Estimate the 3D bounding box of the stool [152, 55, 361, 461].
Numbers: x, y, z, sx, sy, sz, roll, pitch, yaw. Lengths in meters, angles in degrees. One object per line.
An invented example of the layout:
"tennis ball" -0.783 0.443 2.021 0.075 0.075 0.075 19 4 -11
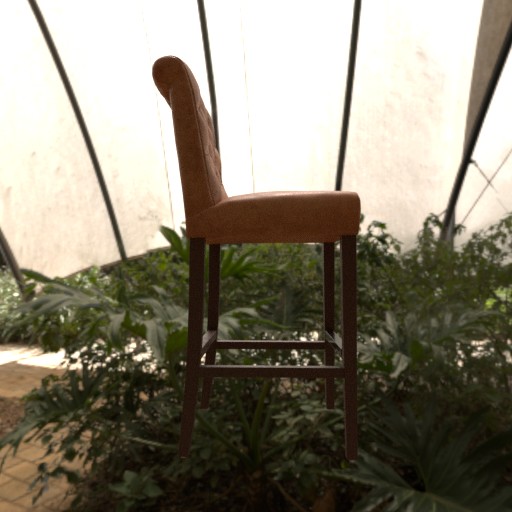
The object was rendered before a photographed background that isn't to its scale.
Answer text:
"stool" 0.000 0.000 1.462 0.601 1.140 0.493 0 -1 2
